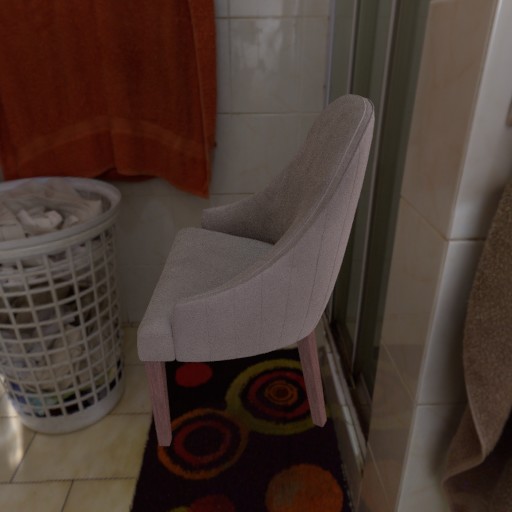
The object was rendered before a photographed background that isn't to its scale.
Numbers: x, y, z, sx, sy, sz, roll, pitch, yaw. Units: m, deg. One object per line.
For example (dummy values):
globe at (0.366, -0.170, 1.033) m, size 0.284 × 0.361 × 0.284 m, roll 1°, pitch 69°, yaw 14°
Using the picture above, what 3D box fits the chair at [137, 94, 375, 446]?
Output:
chair at (0.000, 0.000, 1.305) m, size 0.575 × 0.889 × 0.643 m, roll 0°, pitch 27°, yaw 0°
